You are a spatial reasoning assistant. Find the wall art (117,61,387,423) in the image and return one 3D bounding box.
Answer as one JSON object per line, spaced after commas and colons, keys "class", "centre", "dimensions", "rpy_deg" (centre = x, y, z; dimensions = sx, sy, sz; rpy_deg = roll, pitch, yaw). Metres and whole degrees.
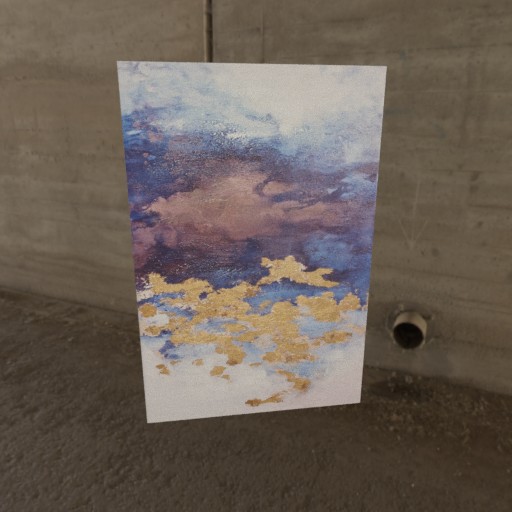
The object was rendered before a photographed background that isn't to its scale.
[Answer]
{"class": "wall art", "centre": [0.000, 0.000, 1.096], "dimensions": [0.583, 0.874, 0.048], "rpy_deg": [-3, 17, -8]}
